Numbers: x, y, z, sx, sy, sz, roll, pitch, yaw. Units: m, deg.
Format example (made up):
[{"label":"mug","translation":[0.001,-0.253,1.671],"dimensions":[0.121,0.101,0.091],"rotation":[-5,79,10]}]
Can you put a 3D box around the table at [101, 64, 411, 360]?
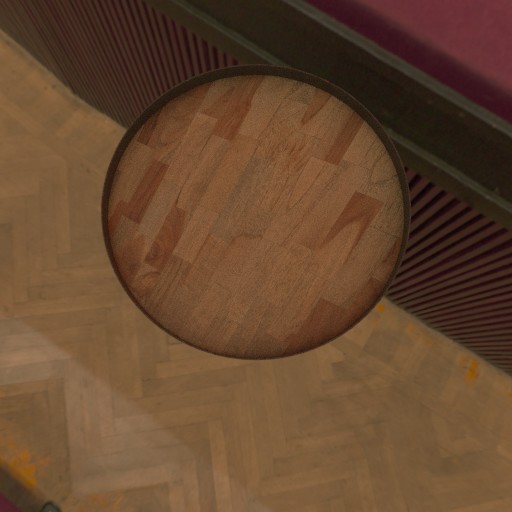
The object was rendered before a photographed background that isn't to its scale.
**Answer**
[{"label":"table","translation":[0.000,0.000,0.917],"dimensions":[0.406,0.686,0.406],"rotation":[35,80,7]}]
